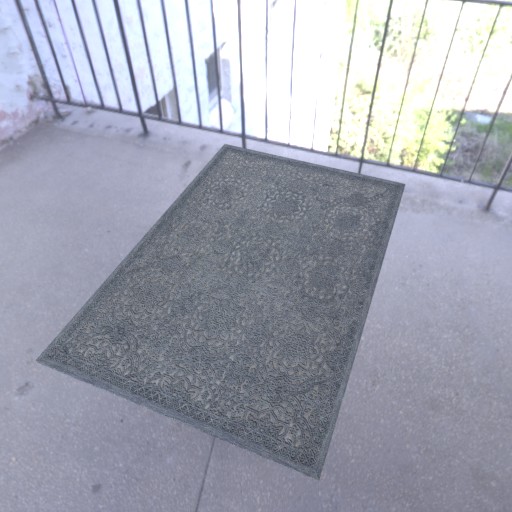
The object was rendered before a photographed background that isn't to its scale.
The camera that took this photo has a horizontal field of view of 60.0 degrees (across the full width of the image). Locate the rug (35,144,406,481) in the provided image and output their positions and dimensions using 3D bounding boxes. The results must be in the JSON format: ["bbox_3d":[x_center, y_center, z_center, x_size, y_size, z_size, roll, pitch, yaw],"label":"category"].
[{"bbox_3d":[0.000,0.000,2.251,1.208,0.012,1.819,16,47,16],"label":"rug"}]
